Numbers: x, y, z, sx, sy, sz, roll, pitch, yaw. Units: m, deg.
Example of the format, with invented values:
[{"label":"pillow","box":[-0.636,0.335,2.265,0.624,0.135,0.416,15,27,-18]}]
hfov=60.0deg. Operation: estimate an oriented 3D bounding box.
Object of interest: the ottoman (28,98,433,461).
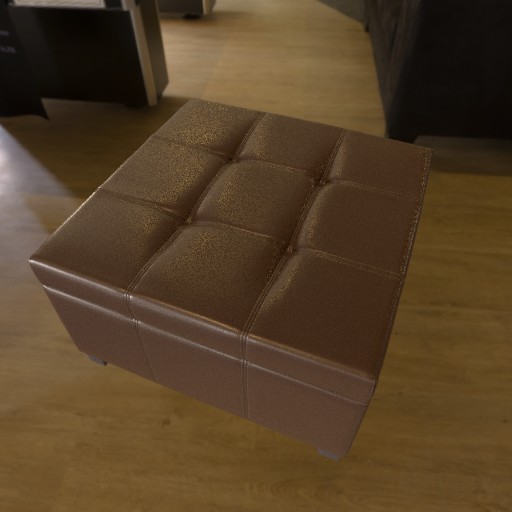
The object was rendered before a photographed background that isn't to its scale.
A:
[{"label":"ottoman","box":[0.000,0.000,1.268,0.787,0.460,0.788,17,50,15]}]
